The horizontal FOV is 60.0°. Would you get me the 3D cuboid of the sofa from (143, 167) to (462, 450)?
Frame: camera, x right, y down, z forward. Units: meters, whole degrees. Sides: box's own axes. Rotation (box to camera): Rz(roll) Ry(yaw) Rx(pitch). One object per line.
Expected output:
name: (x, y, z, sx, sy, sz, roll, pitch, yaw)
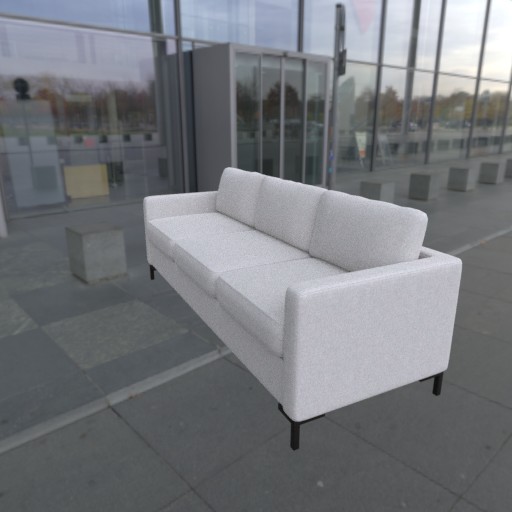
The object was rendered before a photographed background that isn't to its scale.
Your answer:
sofa: (0.000, 0.000, 2.691, 0.859, 0.874, 2.218, -9, 19, -26)
